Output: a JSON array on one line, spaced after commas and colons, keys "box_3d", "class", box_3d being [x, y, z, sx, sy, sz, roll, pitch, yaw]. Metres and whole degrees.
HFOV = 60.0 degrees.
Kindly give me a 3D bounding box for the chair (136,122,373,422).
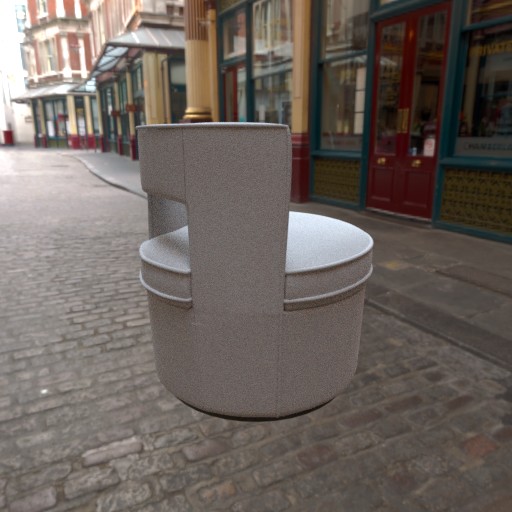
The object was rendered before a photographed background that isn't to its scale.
[{"box_3d": [0.000, 0.000, 1.287, 0.665, 0.723, 0.650, -8, 17, -28], "class": "chair"}]
